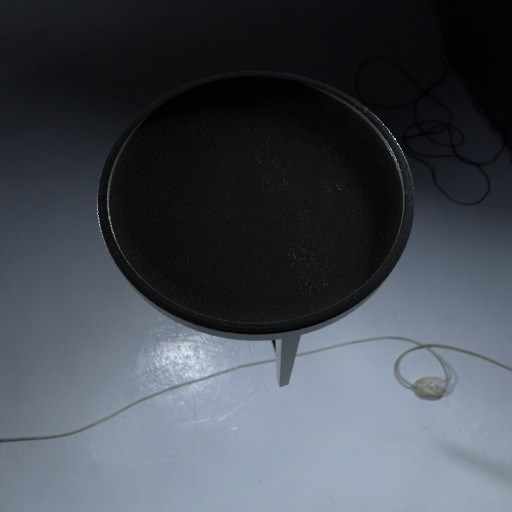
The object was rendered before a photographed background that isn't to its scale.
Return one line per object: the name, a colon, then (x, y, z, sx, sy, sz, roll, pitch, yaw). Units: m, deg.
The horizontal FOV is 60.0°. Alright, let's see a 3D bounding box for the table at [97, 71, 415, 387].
table: (0.000, 0.000, 0.943, 0.500, 0.531, 0.500, 0, 63, 0)
